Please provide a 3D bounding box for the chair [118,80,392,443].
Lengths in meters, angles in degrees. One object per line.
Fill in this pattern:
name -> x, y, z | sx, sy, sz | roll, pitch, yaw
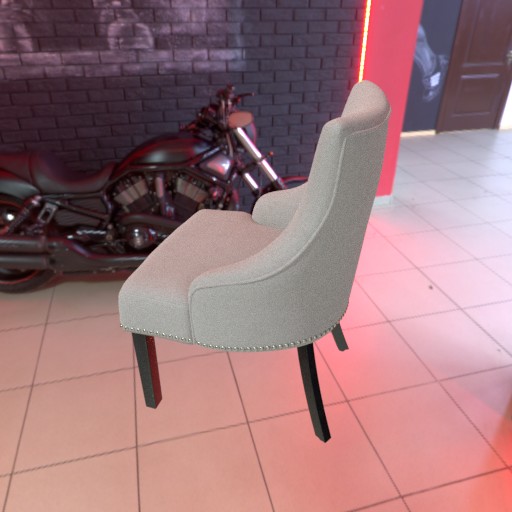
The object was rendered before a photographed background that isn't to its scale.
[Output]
chair -> 0.000, 0.000, 1.279 | 0.629, 0.909, 0.566 | 9, 31, 15
